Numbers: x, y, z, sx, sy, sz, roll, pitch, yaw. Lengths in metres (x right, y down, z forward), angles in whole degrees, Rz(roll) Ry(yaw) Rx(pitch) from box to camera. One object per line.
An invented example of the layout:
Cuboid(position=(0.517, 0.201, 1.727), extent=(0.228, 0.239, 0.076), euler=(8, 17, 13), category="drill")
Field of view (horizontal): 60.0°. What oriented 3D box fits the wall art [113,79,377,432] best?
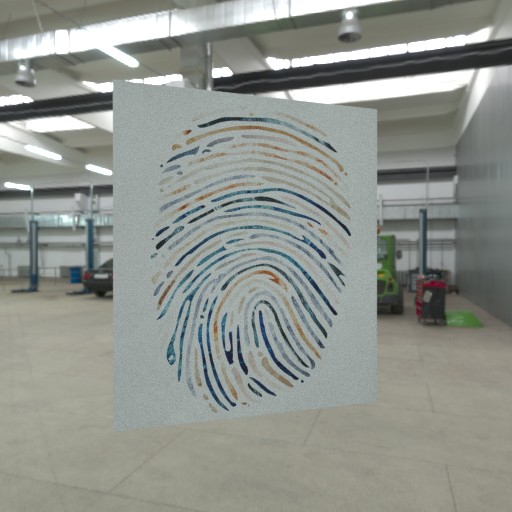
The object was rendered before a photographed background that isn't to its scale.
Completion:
Cuboid(position=(0.000, 0.000, 0.993), extent=(0.609, 0.710, 0.021), euler=(0, 0, -18), category="wall art")
